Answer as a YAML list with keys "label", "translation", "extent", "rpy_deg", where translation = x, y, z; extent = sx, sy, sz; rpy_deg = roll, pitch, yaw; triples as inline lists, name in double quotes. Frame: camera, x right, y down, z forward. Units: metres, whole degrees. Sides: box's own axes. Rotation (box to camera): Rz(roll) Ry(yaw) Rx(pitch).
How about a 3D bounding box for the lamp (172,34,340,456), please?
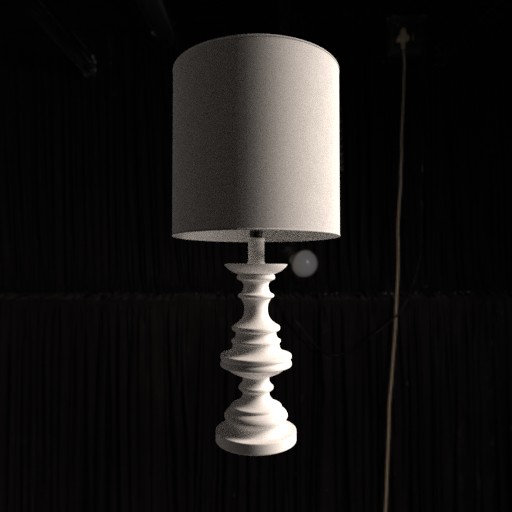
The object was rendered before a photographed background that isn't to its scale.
- label: "lamp"
  translation: [0.000, 0.000, 0.557]
  extent: [0.208, 0.455, 0.208]
  rpy_deg: [0, -2, -1]
